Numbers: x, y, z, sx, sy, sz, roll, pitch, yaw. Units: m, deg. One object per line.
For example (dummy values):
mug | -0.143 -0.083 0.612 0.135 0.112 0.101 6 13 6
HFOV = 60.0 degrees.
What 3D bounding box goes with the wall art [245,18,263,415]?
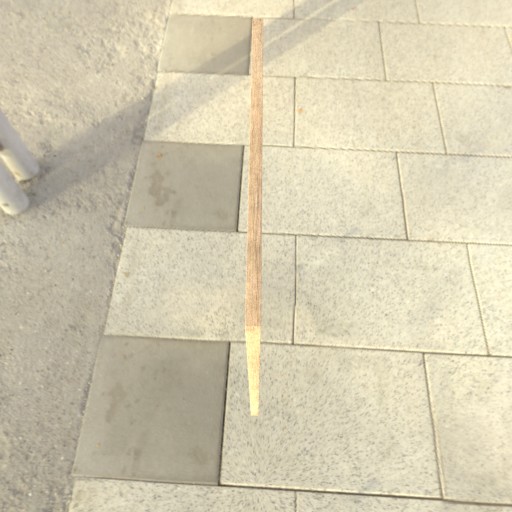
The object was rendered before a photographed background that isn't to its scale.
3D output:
wall art | 0.000 0.000 0.917 0.018 0.686 0.534 1 62 0
